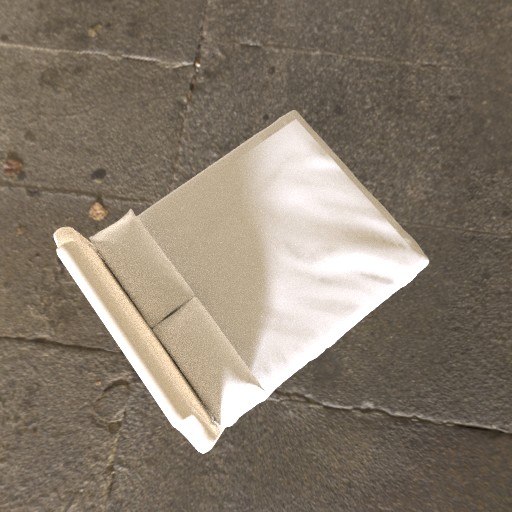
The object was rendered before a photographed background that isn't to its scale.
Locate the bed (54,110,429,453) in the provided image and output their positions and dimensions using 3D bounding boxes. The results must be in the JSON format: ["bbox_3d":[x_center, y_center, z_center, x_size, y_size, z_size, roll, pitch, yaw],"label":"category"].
[{"bbox_3d":[0.000,0.000,4.006,2.548,1.524,2.134,-36,78,-9],"label":"bed"}]
